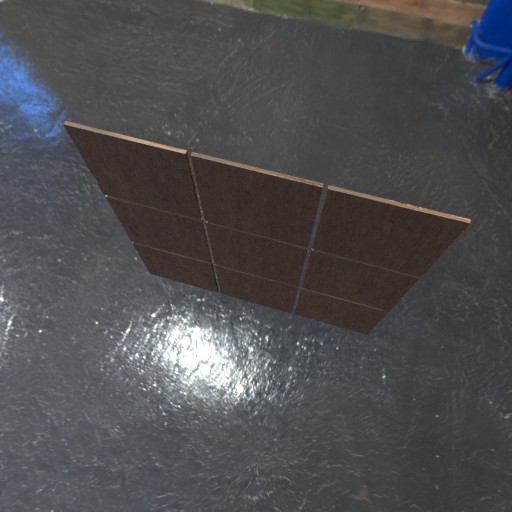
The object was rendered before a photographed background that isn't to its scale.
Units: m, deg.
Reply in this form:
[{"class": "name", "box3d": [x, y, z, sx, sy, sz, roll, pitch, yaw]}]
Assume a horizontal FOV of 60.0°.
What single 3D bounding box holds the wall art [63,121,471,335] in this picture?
[{"class": "wall art", "box3d": [0.000, 0.000, 1.826, 1.215, 1.213, 0.013, 15, 67, 7]}]
